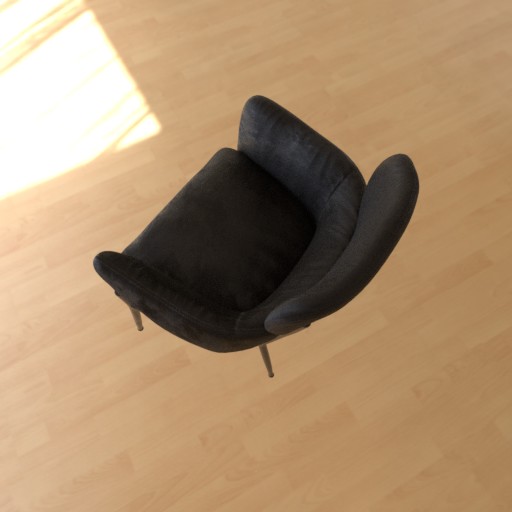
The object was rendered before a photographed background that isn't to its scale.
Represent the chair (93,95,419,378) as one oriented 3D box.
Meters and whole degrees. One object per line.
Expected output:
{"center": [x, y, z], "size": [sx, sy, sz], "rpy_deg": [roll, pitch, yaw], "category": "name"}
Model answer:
{"center": [0.000, 0.000, 1.216], "size": [0.604, 0.818, 0.640], "rpy_deg": [33, 68, 15], "category": "chair"}
